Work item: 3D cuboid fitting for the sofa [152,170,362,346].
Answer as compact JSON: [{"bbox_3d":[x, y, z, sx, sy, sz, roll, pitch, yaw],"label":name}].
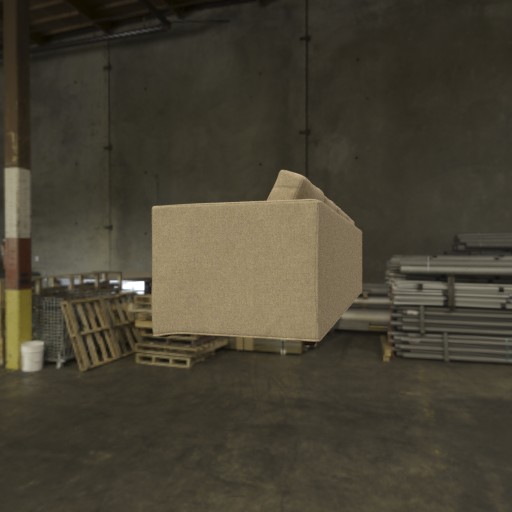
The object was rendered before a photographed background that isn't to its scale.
[{"bbox_3d":[0.000,0.000,3.909,1.638,0.920,3.198,0,0,17],"label":"sofa"}]
